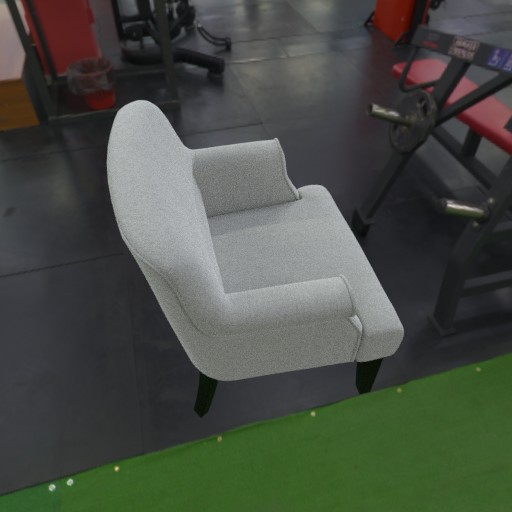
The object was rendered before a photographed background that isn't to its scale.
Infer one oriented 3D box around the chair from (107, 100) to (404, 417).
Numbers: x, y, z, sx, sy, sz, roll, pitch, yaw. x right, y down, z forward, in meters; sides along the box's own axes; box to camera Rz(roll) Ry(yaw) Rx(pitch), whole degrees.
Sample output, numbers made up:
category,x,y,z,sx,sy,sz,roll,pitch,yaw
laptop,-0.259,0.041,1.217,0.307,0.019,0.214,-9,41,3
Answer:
category,x,y,z,sx,sy,sz,roll,pitch,yaw
chair,0.000,0.000,1.444,0.750,0.875,0.781,-10,47,-9
